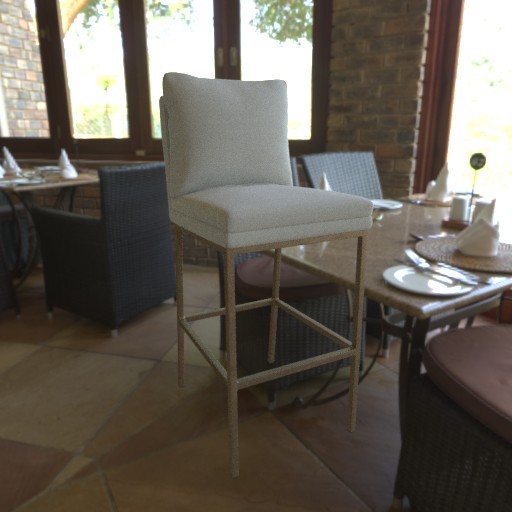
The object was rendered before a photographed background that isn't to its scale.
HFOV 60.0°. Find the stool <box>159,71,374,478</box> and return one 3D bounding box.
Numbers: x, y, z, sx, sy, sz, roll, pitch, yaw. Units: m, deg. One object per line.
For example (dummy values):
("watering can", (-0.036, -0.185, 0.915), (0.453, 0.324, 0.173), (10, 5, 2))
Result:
("stool", (0.000, 0.000, 1.435), (0.463, 1.125, 0.572), (-8, 18, -27))
